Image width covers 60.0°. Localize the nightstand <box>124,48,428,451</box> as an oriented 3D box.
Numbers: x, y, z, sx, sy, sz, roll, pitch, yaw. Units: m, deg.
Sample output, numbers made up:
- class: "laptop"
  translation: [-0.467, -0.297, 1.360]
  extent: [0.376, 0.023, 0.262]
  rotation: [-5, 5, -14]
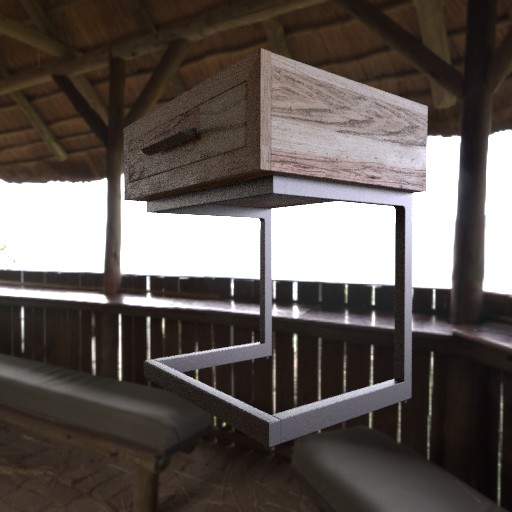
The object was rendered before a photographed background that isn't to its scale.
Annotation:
- class: "nightstand"
  translation: [0.000, 0.000, 1.010]
  extent: [0.481, 0.632, 0.558]
  rotation: [-1, 1, -37]
